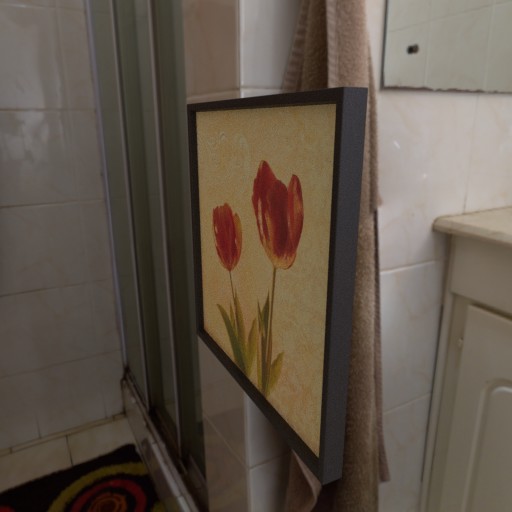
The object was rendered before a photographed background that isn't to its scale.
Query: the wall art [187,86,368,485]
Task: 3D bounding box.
[{"bbox_3d":[0.000,0.000,0.521,0.038,0.349,0.349,-8,19,-26],"label":"wall art"}]
